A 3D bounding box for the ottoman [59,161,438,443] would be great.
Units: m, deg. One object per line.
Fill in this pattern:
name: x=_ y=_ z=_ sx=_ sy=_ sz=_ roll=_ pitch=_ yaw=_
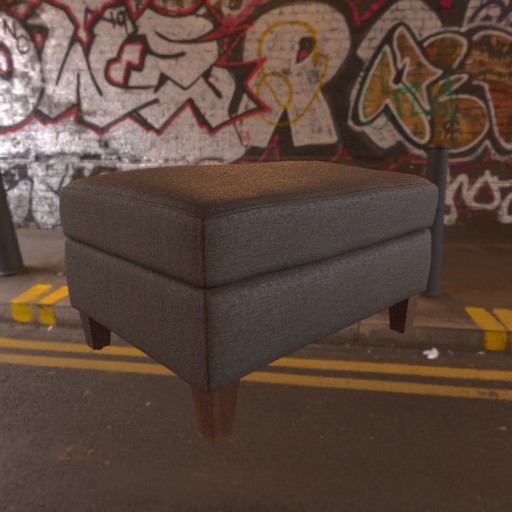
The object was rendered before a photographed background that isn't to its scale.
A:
ottoman: x=0.000 y=0.000 z=1.204 sx=0.826 sy=0.496 sz=0.639 roll=-14 pitch=20 yaw=-42
